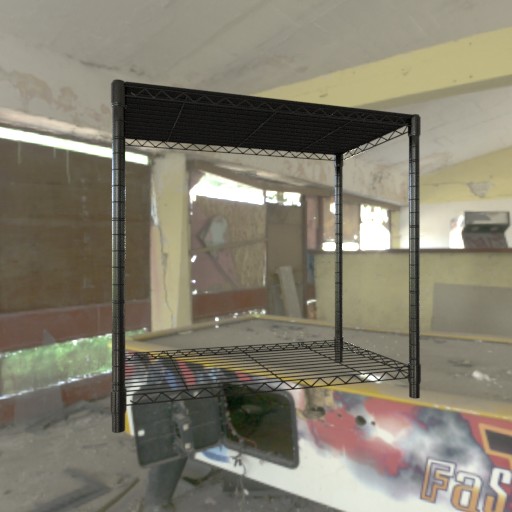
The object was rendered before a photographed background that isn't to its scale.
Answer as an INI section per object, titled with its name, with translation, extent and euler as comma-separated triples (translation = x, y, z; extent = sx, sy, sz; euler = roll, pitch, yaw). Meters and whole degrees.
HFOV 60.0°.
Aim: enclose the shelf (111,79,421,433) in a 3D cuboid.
[shelf]
translation = 0.000, 0.000, 0.950
extent = 0.589, 0.564, 0.338
euler = 0, 0, -18
